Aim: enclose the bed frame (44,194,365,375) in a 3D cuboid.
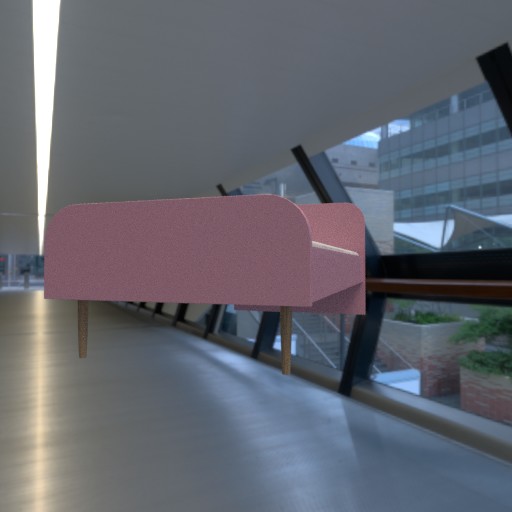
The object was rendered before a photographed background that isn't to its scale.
[{"bbox_3d":[0.000,0.000,2.415,0.998,0.805,1.963,0,-1,18],"label":"bed frame"}]
